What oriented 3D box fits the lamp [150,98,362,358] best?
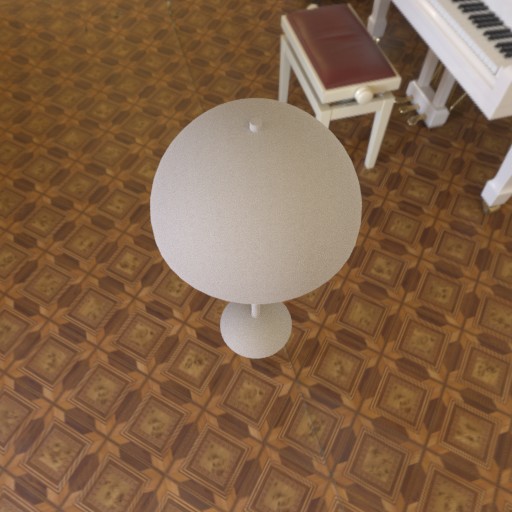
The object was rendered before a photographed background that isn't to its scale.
[{"bbox_3d":[0.000,0.000,0.428,0.171,0.330,0.171,0,58,0],"label":"lamp"}]
